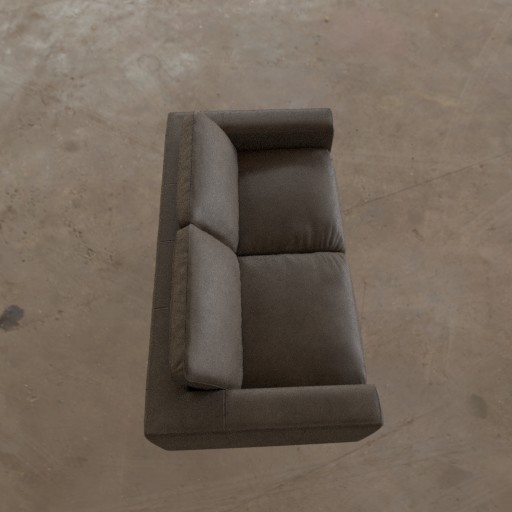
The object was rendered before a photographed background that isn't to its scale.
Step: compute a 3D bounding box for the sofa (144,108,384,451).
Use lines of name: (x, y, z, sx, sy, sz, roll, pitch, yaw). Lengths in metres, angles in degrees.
sofa: (0.000, 0.000, 2.490, 1.070, 0.800, 1.920, -2, 62, -1)
